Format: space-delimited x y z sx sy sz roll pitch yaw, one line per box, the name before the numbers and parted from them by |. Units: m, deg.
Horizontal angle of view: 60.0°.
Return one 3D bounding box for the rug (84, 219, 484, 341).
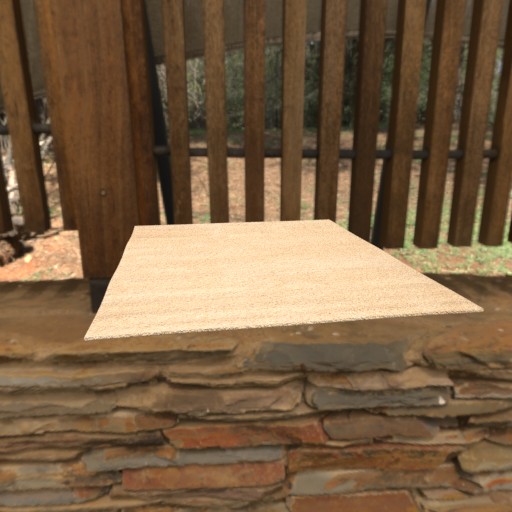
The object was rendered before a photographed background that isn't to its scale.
rug | 0.000 0.000 4.019 2.400 0.025 3.000 -3 16 -9
